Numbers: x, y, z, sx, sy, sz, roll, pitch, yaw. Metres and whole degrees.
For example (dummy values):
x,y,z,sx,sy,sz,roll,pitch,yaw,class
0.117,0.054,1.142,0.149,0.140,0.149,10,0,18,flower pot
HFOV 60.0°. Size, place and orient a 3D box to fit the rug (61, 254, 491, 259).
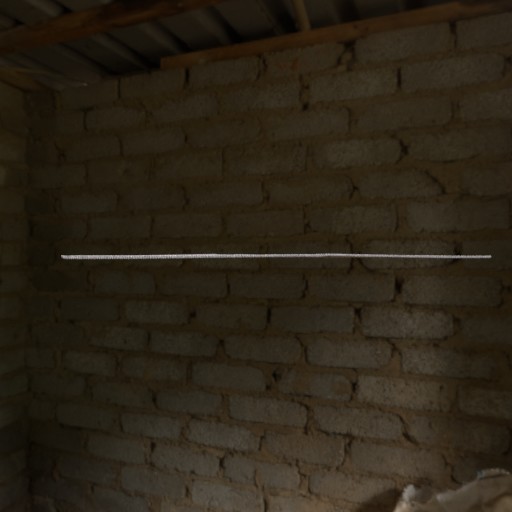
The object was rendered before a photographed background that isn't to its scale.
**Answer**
x,y,z,sx,sy,sz,roll,pitch,yaw,class
0.000,0.000,4.225,3.202,0.045,2.434,0,0,-18,rug
